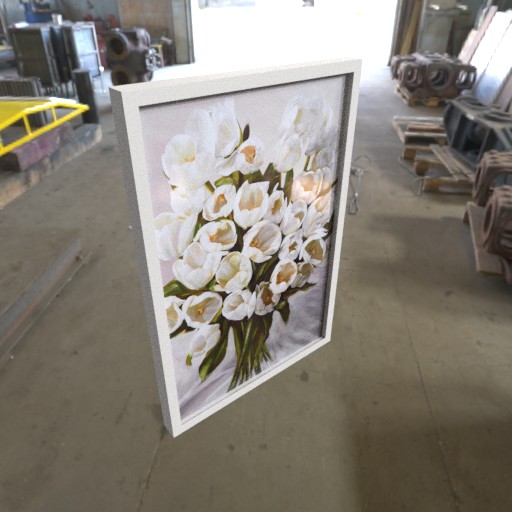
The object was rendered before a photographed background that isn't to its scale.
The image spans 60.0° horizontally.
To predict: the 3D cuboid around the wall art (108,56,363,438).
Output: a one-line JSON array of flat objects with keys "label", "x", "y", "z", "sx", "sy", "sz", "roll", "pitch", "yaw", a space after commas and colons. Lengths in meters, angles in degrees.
[{"label": "wall art", "x": 0.000, "y": 0.000, "z": 0.548, "sx": 0.293, "sy": 0.428, "sz": 0.025, "roll": -23, "pitch": 38, "yaw": -32}]
